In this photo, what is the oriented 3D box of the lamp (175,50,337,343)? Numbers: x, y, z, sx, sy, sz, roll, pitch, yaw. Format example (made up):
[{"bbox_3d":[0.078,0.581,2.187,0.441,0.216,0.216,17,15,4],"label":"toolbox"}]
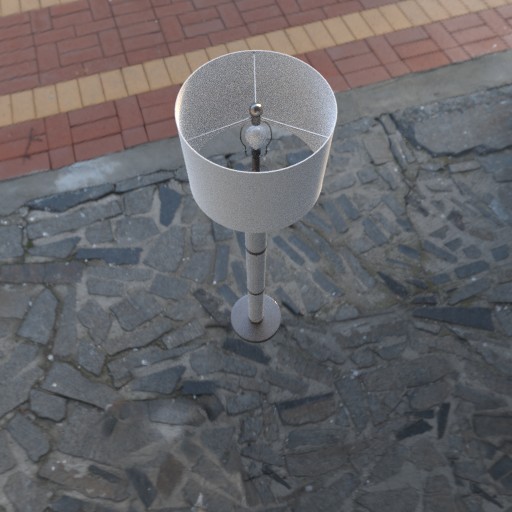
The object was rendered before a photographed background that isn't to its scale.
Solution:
[{"bbox_3d":[0.000,0.000,1.738,0.377,1.599,0.377,-1,64,-1],"label":"lamp"}]
